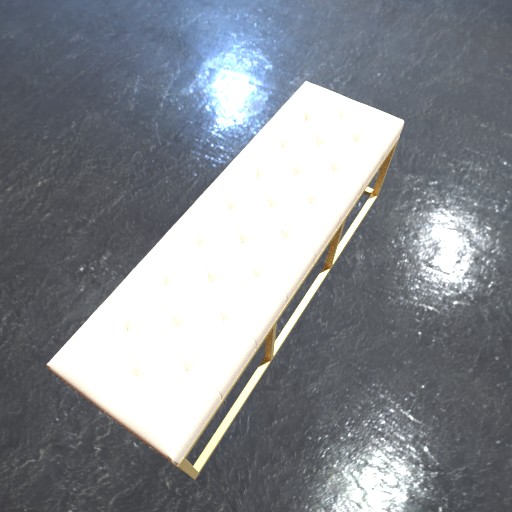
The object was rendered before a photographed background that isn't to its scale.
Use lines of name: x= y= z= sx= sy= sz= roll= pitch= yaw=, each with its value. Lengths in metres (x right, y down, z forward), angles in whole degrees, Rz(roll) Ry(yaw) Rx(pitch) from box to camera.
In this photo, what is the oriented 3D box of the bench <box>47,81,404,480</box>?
bench: x=0.000 y=0.000 z=1.678 sx=0.457 sy=0.484 sz=1.473 roll=29 pitch=63 yaw=17
